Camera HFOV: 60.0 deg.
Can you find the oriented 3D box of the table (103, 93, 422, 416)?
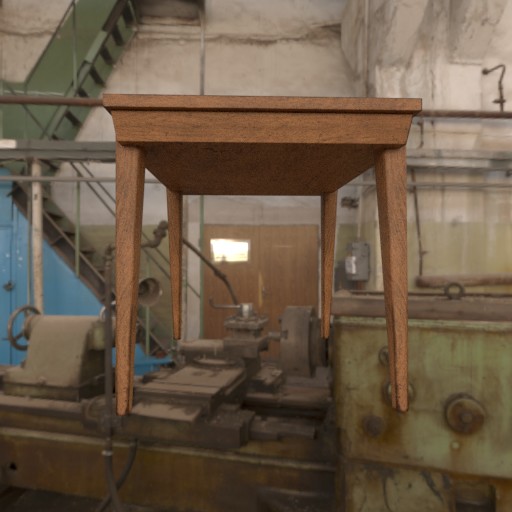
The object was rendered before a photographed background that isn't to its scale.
[{"bbox_3d":[0.000,0.000,1.562,0.757,0.760,1.027,0,0,-2],"label":"table"}]
